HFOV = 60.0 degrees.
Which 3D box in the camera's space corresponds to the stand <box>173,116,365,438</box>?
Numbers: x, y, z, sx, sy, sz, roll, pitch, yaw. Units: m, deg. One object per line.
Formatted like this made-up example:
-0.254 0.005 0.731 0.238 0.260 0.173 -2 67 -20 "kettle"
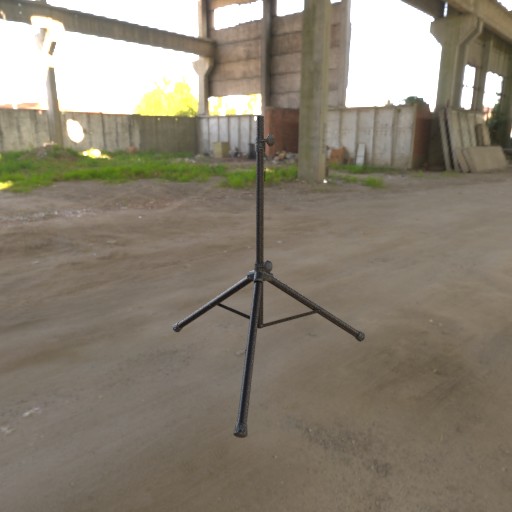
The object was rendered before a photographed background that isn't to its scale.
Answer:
0.000 0.000 1.868 1.045 1.136 0.907 2 16 8 "stand"
